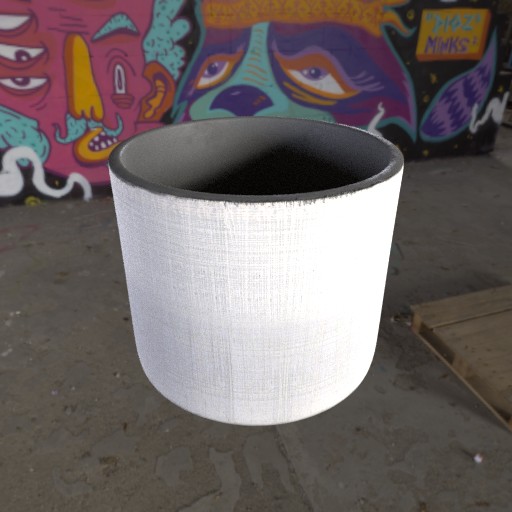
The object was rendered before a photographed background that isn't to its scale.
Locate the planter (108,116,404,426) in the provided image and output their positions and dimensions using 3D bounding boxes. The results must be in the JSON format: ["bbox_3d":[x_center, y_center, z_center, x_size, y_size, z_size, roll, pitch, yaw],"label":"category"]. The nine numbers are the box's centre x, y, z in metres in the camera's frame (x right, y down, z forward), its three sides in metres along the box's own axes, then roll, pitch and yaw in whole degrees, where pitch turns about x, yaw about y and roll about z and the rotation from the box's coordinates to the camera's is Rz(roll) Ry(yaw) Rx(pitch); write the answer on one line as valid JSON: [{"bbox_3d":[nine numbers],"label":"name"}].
[{"bbox_3d":[0.000,0.000,0.441,0.254,0.221,0.254,0,29,0],"label":"planter"}]
